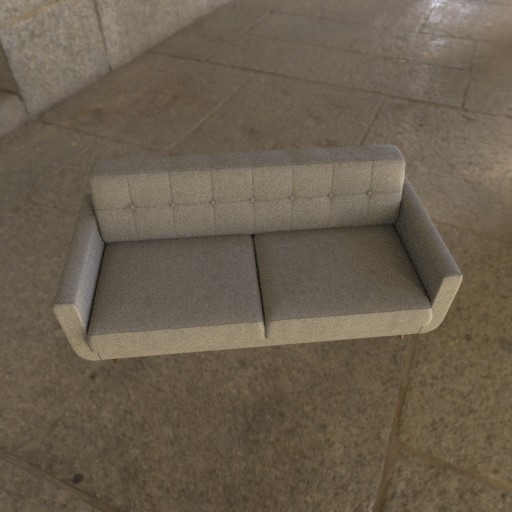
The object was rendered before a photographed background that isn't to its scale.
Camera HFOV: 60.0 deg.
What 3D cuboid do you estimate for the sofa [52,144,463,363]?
[{"bbox_3d":[0.000,0.000,2.597,2.055,0.873,0.968,-4,45,-4],"label":"sofa"}]
